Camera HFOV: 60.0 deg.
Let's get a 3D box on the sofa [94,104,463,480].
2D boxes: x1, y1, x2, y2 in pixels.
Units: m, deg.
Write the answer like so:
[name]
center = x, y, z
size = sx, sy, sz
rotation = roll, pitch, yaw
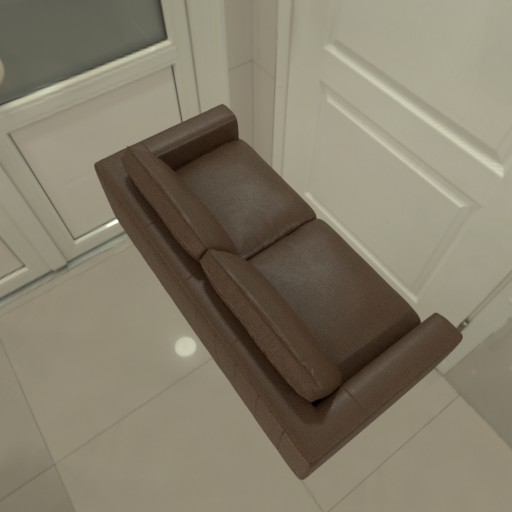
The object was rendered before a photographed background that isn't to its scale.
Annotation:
[sofa]
center = 0.000, 0.000, 2.740
size = 1.070, 0.801, 2.262
rotation = -31, 63, -18
